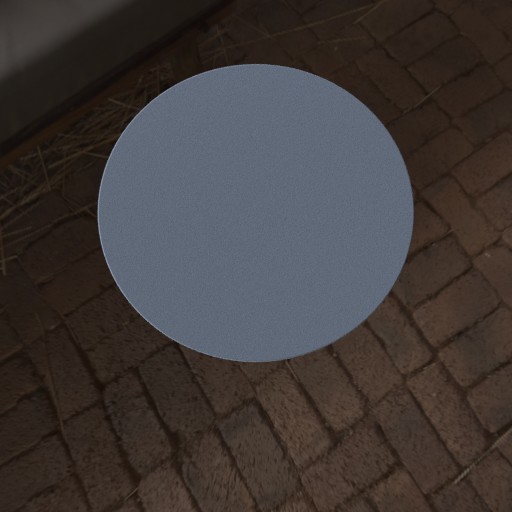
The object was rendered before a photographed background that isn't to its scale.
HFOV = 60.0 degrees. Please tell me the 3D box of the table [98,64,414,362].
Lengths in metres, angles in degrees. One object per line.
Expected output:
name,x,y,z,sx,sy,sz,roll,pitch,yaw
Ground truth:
table,0.000,0.000,0.734,0.350,0.500,0.350,0,76,0
